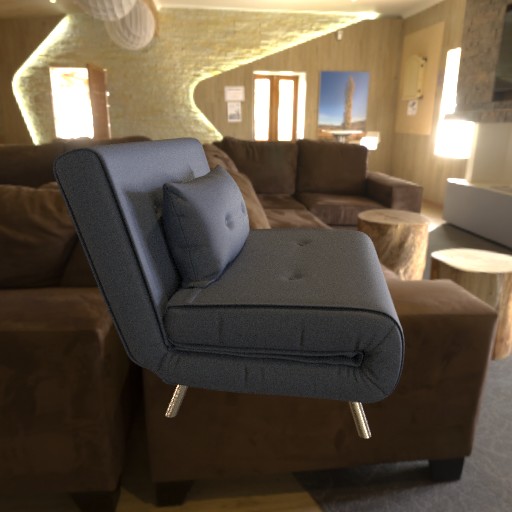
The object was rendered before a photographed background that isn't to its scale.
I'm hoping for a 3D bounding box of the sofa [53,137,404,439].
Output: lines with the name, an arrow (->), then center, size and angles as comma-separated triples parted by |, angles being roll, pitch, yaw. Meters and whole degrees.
sofa -> 0.000, 0.000, 1.716 | 0.996, 0.860, 0.999 | 3, 17, 9
